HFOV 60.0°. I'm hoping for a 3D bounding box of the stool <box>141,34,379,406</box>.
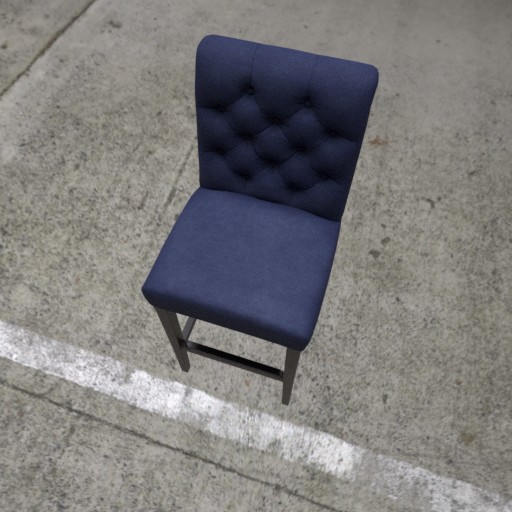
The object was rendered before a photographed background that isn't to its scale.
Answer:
[{"bbox_3d":[0.000,0.000,1.449,0.493,1.140,0.601,15,59,9],"label":"stool"}]
